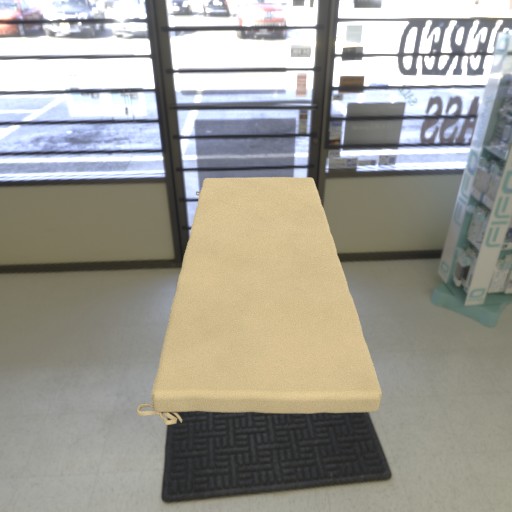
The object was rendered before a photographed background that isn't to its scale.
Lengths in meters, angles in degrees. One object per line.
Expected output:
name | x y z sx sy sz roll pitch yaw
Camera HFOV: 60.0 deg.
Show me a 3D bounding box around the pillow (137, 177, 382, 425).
pillow | 0.000 0.000 1.359 0.492 0.081 1.187 0 31 0
